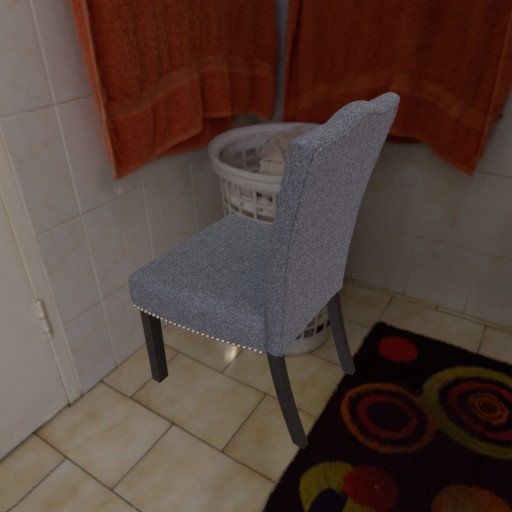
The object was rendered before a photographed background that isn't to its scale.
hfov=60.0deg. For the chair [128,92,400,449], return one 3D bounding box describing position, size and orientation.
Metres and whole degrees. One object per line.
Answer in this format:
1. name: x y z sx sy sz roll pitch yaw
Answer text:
1. chair: 0.000 0.000 1.312 0.589 0.946 0.518 20 37 28
